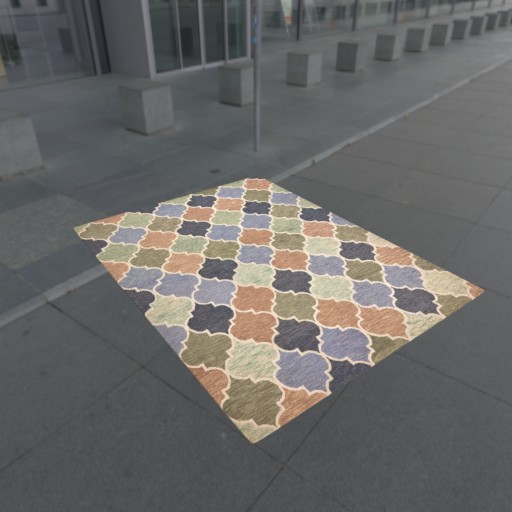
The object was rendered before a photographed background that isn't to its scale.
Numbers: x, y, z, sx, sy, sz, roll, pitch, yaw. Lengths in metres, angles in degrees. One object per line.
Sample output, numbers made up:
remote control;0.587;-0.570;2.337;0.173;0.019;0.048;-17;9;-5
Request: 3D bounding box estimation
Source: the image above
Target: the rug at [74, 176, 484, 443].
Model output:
rug;0.000;0.000;4.206;2.439;0.013;3.200;-22;38;-30
